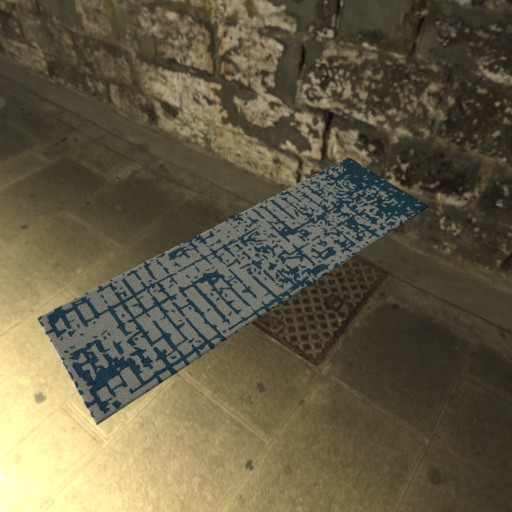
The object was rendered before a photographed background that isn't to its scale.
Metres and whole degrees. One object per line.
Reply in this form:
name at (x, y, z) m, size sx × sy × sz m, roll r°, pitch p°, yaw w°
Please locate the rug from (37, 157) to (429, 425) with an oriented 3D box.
rug at (0.000, 0.000, 2.720) m, size 2.435 × 0.011 × 0.750 m, roll -30°, pitch 54°, yaw -25°
